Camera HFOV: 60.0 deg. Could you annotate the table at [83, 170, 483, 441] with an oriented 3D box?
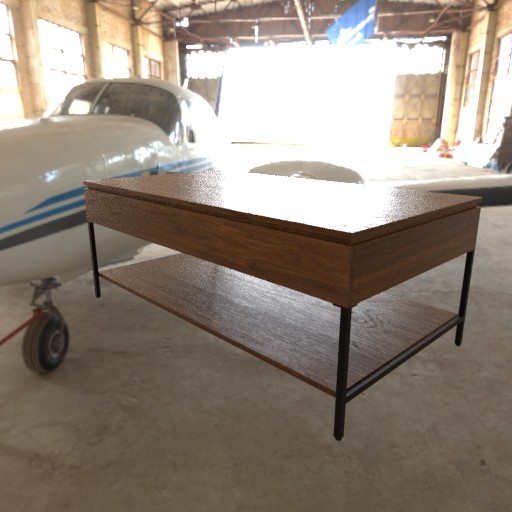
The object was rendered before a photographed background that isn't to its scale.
[{"bbox_3d":[0.000,0.000,1.353,0.574,0.414,1.057,-15,22,-42],"label":"table"}]
